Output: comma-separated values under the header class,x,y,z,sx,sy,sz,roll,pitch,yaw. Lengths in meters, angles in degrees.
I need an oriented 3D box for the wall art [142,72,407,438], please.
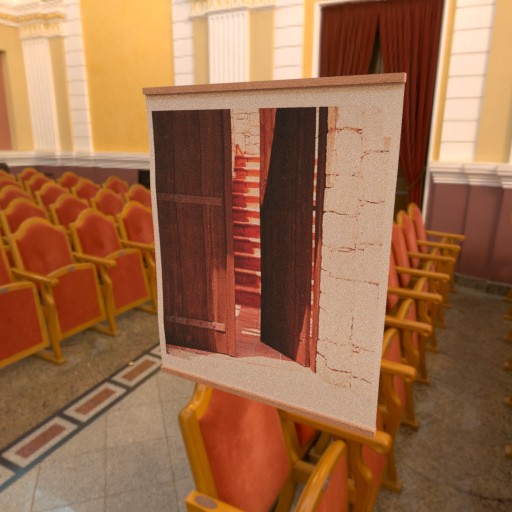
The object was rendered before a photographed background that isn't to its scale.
class,x,y,z,sx,sy,sz,roll,pitch,yaw
wall art,0.000,0.000,0.691,0.406,0.508,0.013,8,18,27
